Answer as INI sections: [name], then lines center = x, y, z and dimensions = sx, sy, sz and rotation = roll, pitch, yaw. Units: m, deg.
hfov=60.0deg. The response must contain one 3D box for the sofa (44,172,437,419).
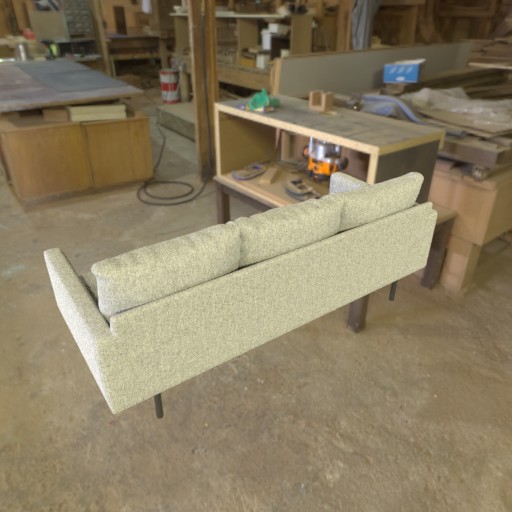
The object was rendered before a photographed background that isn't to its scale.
[sofa]
center = 0.000, 0.000, 2.458
dimensions = 2.000, 0.830, 0.850
rotation = -19, 36, -29
